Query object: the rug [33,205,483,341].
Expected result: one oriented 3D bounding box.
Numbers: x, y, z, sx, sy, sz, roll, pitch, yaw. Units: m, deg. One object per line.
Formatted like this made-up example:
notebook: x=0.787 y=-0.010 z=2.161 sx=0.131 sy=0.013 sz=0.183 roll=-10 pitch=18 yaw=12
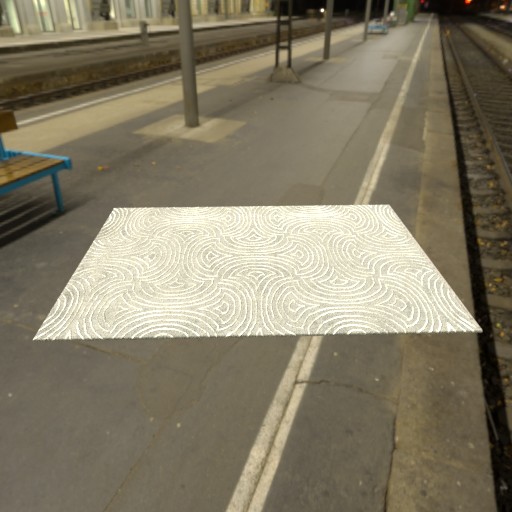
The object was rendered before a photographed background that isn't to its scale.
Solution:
rug: x=0.000 y=0.000 z=2.779 sx=2.144 sy=0.015 sz=1.543 roll=-1 pitch=30 yaw=-2
